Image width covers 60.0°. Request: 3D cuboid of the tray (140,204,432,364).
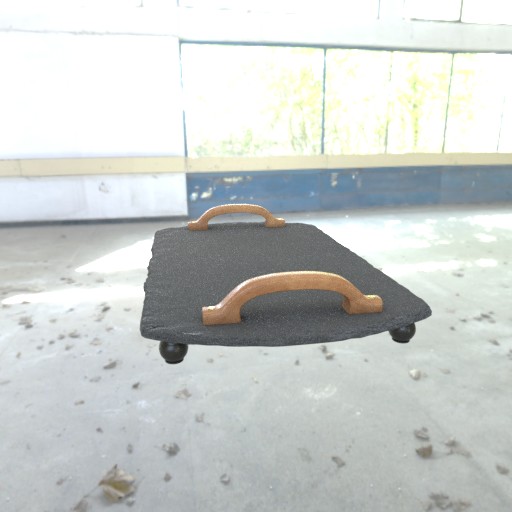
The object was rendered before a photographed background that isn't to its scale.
[{"bbox_3d":[0.000,0.000,0.480,0.231,0.062,0.387,-3,16,-10],"label":"tray"}]
